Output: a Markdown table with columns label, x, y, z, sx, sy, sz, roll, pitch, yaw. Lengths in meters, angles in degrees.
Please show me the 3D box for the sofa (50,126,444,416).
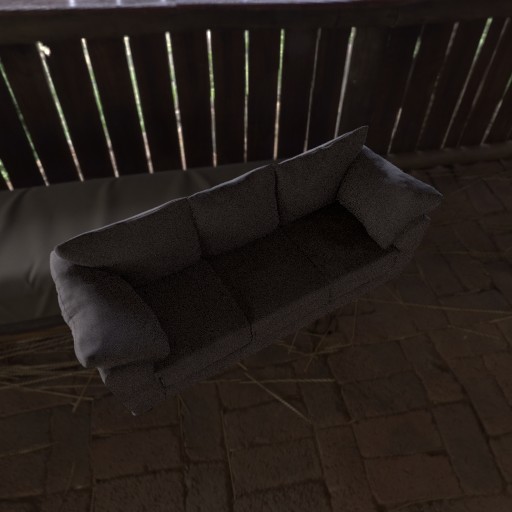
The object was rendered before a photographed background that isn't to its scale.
| label | x | y | z | sx | sy | sz | roll | pitch | yaw |
| --- | --- | --- | --- | --- | --- | --- | --- | --- | --- |
| sofa | 0.000 | 0.000 | 2.892 | 2.377 | 0.981 | 0.893 | -24 | 51 | -21 |
